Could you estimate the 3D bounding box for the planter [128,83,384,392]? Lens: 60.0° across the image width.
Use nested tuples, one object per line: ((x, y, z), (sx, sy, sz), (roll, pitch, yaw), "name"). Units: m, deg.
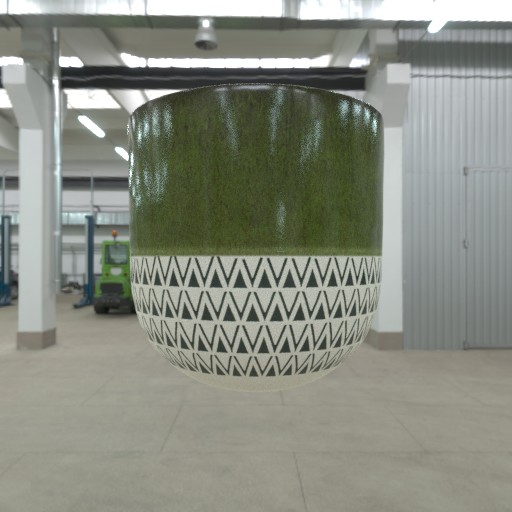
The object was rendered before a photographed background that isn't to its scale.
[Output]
((0.000, 0.000, 0.478), (0.266, 0.270, 0.266), (0, 0, 0), "planter")
